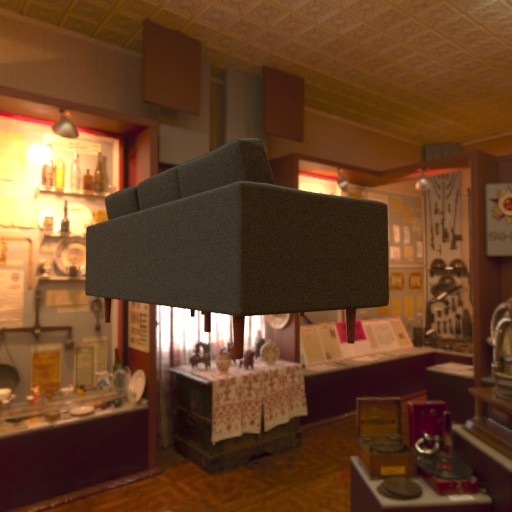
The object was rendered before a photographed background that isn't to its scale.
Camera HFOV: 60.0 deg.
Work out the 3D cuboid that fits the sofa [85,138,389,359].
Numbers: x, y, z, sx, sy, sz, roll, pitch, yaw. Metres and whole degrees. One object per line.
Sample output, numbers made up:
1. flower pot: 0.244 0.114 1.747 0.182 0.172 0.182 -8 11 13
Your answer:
1. sofa: 0.000 0.000 2.974 1.667 0.957 2.055 2 -3 -36
